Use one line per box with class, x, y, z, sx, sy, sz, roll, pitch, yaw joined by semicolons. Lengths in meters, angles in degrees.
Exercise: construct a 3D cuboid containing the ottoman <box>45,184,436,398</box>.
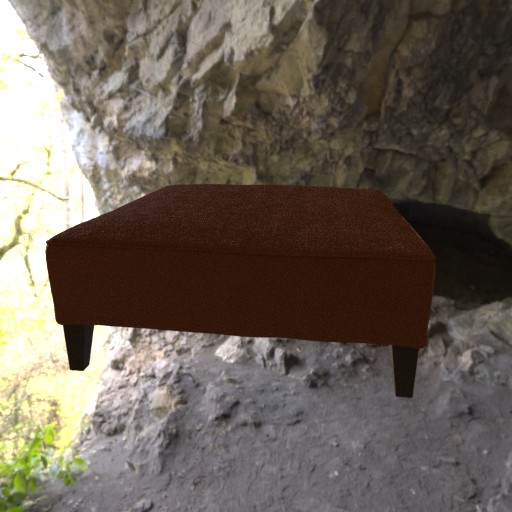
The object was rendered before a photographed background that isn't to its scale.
ottoman;0.000;0.000;1.594;0.997;0.438;0.999;2;17;8
